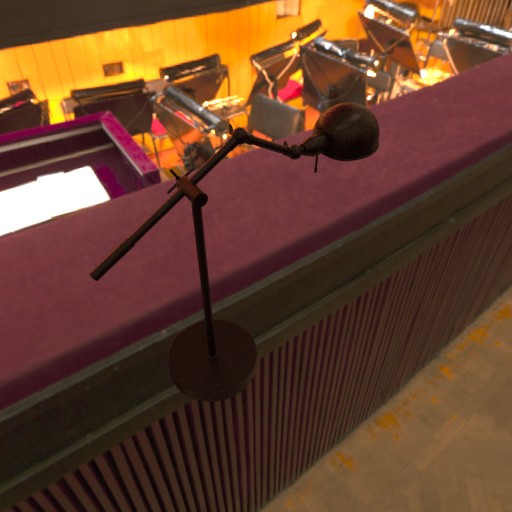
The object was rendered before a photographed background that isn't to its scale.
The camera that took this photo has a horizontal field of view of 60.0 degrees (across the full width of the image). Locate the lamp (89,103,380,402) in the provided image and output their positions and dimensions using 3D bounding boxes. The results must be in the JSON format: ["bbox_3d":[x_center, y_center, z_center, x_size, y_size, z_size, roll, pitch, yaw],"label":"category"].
[{"bbox_3d":[0.000,0.000,0.822,0.567,0.495,0.185,-25,47,-25],"label":"lamp"}]
